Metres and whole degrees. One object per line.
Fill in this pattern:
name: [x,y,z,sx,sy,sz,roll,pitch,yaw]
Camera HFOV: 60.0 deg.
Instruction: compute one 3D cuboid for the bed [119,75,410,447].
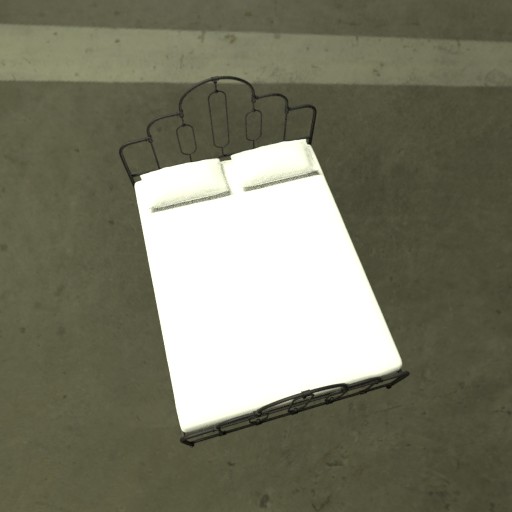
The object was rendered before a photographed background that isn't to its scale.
bed: [0.000,0.000,3.247,1.640,1.429,2.163,-14,65,-7]
